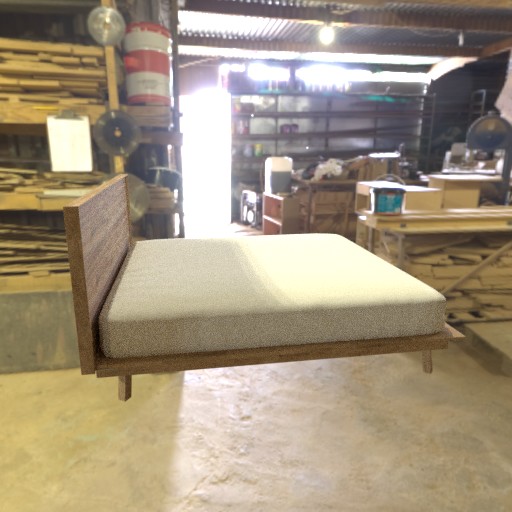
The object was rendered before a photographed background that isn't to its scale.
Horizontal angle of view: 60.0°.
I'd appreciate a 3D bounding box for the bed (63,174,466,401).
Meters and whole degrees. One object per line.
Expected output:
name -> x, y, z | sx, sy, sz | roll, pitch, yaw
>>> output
bed -> 0.000, 0.000, 3.349 | 2.167, 1.100, 2.116 | -2, 15, -9
